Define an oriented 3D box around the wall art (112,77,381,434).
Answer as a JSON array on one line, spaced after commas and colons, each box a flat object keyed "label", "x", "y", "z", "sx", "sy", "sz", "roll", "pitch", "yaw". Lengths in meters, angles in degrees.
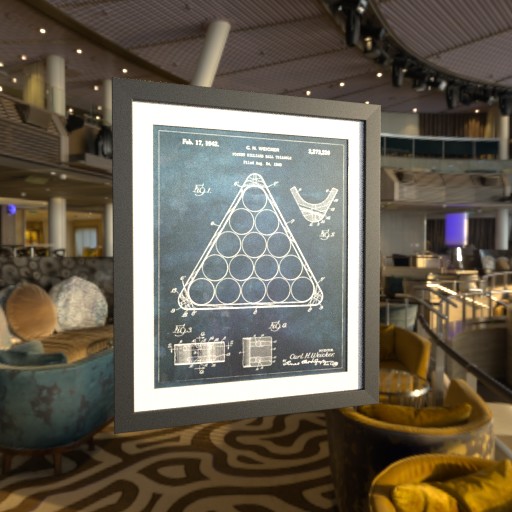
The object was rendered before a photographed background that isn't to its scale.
[{"label": "wall art", "x": 0.000, "y": 0.000, "z": 0.704, "sx": 0.432, "sy": 0.508, "sz": 0.025, "roll": 0, "pitch": 1, "yaw": -16}]
